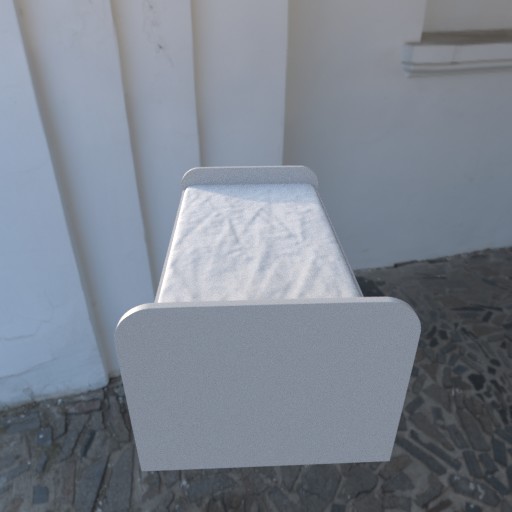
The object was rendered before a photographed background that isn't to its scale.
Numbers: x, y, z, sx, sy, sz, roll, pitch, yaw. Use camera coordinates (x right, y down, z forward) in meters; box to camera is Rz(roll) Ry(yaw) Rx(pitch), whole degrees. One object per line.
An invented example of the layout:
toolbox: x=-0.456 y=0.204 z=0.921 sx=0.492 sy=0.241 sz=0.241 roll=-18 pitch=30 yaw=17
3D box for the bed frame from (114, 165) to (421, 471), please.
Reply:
bed frame: x=0.000 y=0.000 z=2.420 sx=0.998 sy=0.805 sz=1.963 roll=-1 pitch=31 yaw=-2
